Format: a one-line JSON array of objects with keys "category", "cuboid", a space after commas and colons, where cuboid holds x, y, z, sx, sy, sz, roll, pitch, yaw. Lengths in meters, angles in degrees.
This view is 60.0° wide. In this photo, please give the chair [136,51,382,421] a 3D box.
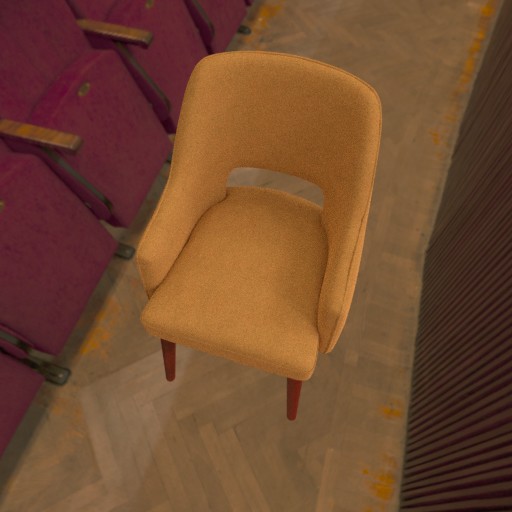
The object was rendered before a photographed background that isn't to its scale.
[{"category": "chair", "cuboid": [0.000, 0.000, 1.227, 0.548, 0.849, 0.605, 15, 59, 9]}]
